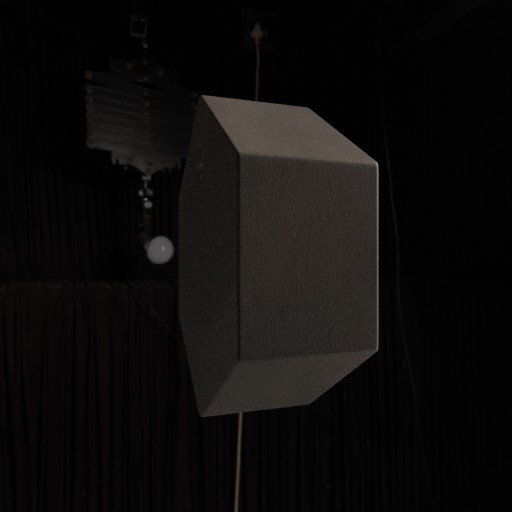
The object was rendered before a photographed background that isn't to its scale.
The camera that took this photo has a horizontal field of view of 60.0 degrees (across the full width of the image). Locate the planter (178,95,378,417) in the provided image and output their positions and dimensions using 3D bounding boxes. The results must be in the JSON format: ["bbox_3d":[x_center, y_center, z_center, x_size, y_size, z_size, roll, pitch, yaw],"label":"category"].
[{"bbox_3d":[0.000,0.000,0.297,0.077,0.206,0.169,0,0,-19],"label":"planter"}]
